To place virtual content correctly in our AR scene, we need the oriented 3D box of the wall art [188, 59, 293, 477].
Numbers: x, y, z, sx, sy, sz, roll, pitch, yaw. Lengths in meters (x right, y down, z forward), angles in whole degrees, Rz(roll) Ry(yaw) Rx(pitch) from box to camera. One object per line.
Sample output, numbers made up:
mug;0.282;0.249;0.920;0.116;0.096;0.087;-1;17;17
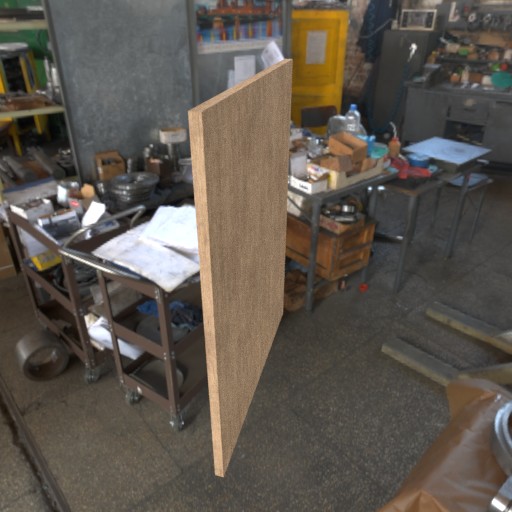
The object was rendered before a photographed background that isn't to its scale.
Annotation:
wall art;0.000;0.000;0.908;0.018;0.686;0.534;8;31;13
